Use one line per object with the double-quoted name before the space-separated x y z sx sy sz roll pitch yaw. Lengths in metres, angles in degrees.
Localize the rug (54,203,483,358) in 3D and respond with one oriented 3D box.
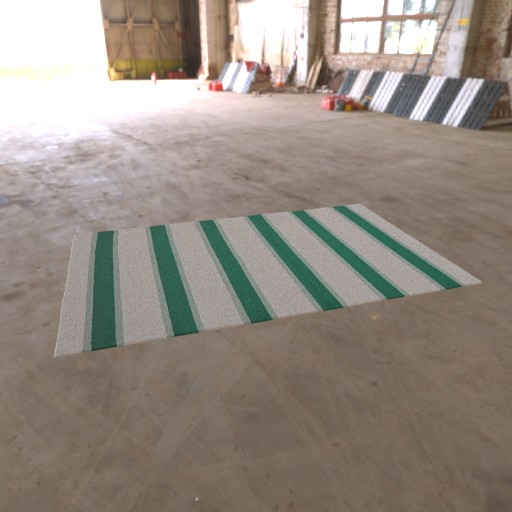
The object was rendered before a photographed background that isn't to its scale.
"rug" 0.000 0.000 3.037 2.436 0.015 1.521 -8 27 -15
